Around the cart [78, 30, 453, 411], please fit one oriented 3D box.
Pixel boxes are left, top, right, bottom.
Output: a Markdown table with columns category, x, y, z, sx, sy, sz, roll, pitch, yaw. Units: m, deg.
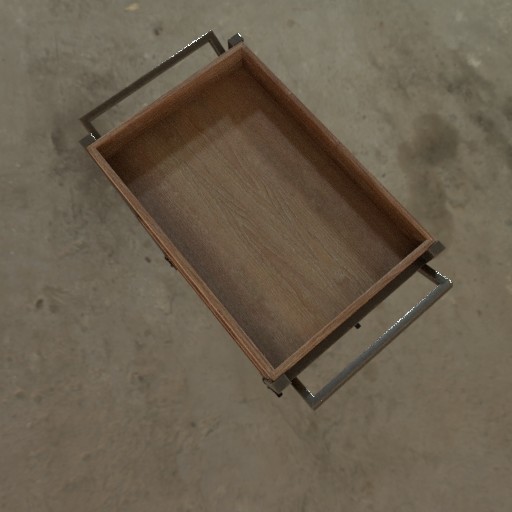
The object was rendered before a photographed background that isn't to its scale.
| category | x | y | z | sx | sy | sz | roll | pitch | yaw |
| --- | --- | --- | --- | --- | --- | --- | --- | --- | --- |
| cart | 0.000 | 0.000 | 1.171 | 0.377 | 0.835 | 0.673 | -38 | 78 | -10 |
